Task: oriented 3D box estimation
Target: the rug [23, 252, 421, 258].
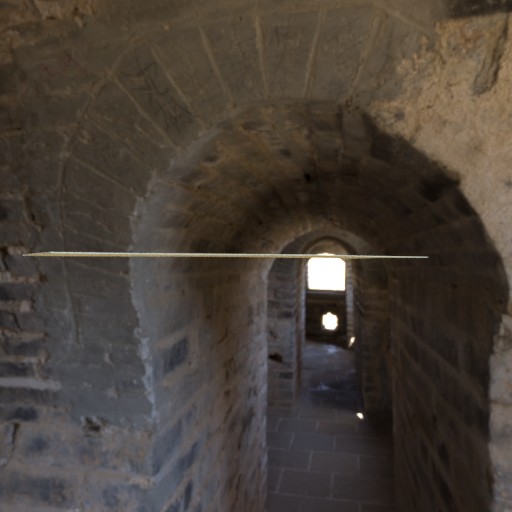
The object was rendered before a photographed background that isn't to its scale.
[{"bbox_3d":[0.000,0.000,2.573,2.340,0.013,0.686,1,-1,-35],"label":"rug"}]
